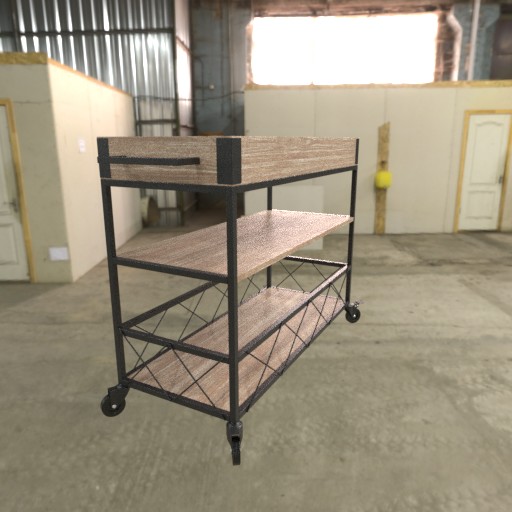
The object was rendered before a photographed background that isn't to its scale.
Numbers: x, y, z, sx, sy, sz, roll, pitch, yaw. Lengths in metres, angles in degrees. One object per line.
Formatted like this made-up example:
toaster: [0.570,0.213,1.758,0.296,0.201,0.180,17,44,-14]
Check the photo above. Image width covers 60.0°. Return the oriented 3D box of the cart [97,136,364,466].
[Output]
cart: [0.000,0.000,1.523,0.500,0.787,1.101,8,17,27]
